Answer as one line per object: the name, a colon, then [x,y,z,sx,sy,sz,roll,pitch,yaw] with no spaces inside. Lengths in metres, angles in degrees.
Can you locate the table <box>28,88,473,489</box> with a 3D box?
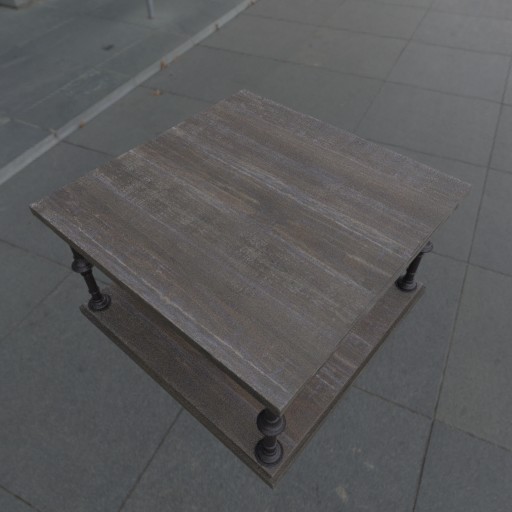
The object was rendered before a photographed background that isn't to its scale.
table: [0.000,0.000,1.127,0.696,0.400,0.696,32,55,26]
